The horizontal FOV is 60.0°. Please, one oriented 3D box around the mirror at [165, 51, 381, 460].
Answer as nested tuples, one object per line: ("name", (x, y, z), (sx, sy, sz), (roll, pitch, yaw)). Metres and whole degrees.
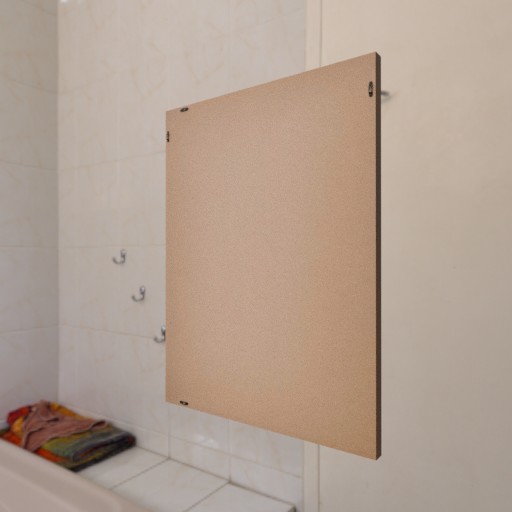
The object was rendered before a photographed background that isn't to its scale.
("mirror", (0.000, 0.000, 1.338), (0.762, 1.016, 0.040), (0, 0, 36))
